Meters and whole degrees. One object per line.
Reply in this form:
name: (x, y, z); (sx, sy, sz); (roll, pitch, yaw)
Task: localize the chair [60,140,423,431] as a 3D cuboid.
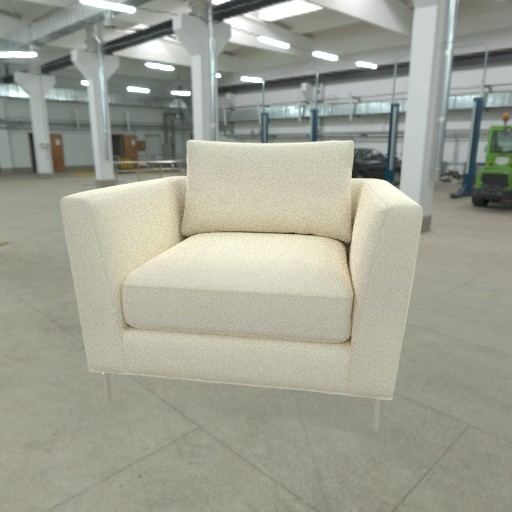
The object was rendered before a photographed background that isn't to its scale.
chair: (0.000, 0.000, 1.692); (1.041, 0.865, 0.889); (2, 14, 10)
